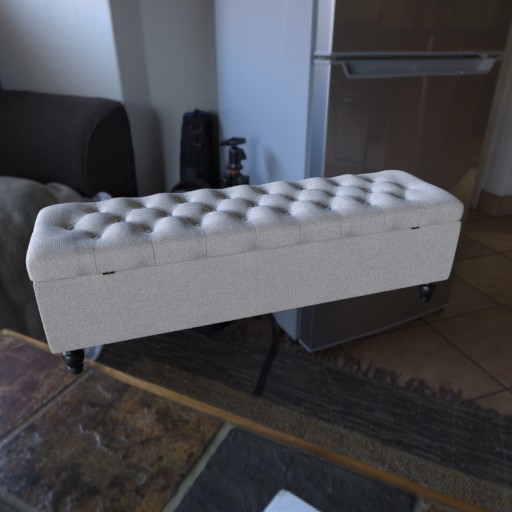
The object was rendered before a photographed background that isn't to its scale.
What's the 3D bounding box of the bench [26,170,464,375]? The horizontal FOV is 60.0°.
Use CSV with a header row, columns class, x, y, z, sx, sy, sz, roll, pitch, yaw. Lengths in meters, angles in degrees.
class,x,y,z,sx,sy,sz,roll,pitch,yaw
bench,0.000,0.000,1.690,1.480,0.467,0.455,-9,29,-16
